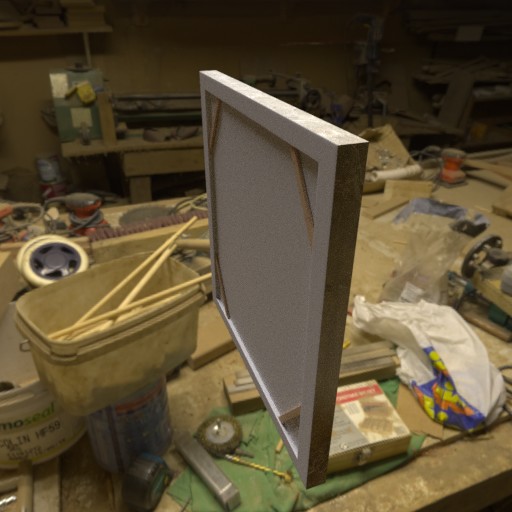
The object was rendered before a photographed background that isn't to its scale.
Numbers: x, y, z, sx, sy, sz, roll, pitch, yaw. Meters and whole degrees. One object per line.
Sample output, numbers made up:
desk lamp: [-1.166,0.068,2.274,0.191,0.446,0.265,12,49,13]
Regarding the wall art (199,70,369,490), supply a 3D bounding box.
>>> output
wall art: [0.000,0.000,0.878,0.038,0.610,0.610,-10,32,-18]
